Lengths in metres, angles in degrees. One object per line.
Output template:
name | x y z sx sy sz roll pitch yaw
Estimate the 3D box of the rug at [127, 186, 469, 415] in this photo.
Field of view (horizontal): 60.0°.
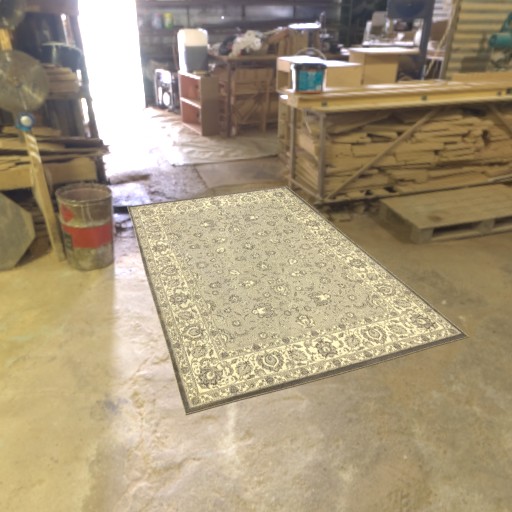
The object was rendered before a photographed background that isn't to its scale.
rug | 0.000 0.000 3.104 1.524 0.011 2.438 -10 31 -17
